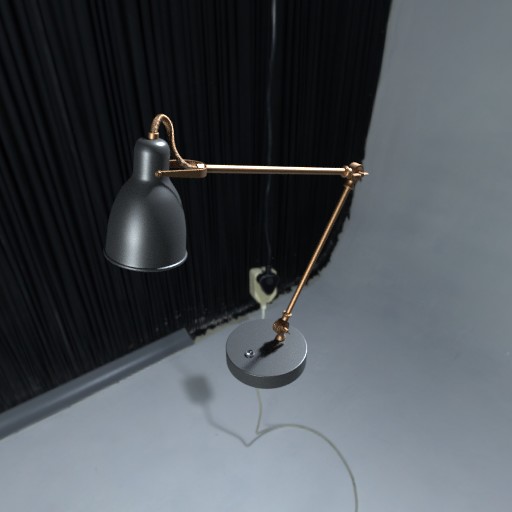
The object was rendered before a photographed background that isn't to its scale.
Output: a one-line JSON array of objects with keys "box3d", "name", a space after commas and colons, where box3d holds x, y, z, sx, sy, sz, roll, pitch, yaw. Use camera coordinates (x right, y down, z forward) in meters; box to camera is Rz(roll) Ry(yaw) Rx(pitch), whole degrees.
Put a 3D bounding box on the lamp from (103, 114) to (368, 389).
[{"box3d": [0.000, 0.000, 0.864, 0.561, 0.587, 0.187, -22, 38, -30], "name": "lamp"}]
